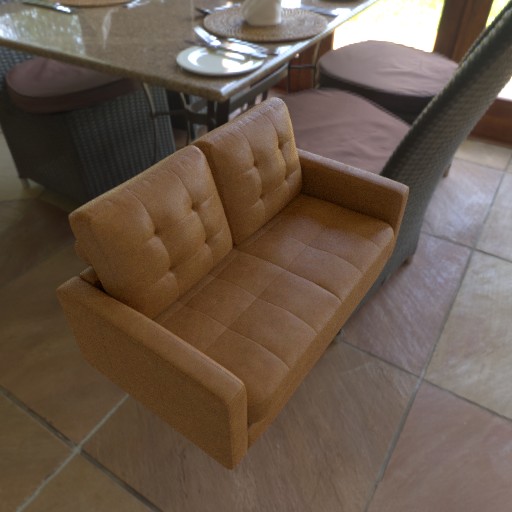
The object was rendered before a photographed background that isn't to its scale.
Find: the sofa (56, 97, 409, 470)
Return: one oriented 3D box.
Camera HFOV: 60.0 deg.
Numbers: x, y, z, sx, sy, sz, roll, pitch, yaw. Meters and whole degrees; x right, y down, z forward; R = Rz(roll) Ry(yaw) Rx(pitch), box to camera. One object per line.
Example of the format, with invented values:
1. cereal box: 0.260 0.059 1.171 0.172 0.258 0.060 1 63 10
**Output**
1. sofa: 0.000 0.000 1.936 0.868 0.898 1.430 25 48 26
